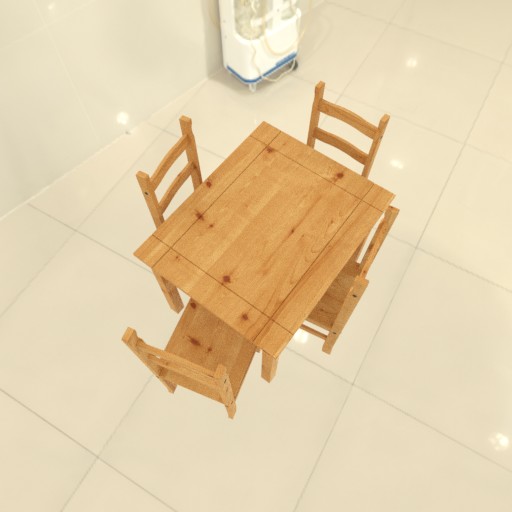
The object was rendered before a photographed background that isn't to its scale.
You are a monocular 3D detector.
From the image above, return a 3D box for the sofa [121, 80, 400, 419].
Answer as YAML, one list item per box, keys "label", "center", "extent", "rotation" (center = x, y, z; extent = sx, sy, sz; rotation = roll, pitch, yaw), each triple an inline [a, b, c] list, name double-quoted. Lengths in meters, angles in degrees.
- label: "sofa"
  center: [0.000, 0.000, 2.285]
  extent: [1.144, 1.000, 1.529]
  rotation: [34, 68, 16]
